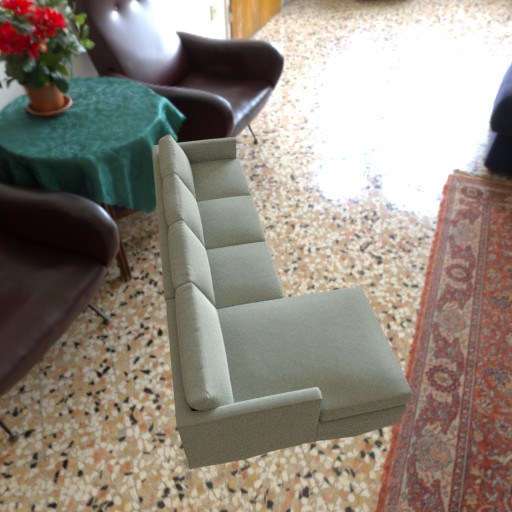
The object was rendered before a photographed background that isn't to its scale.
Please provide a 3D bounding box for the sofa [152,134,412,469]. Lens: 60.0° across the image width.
[{"bbox_3d":[0.000,0.000,4.035,1.650,0.922,3.205,-9,47,-8],"label":"sofa"}]
